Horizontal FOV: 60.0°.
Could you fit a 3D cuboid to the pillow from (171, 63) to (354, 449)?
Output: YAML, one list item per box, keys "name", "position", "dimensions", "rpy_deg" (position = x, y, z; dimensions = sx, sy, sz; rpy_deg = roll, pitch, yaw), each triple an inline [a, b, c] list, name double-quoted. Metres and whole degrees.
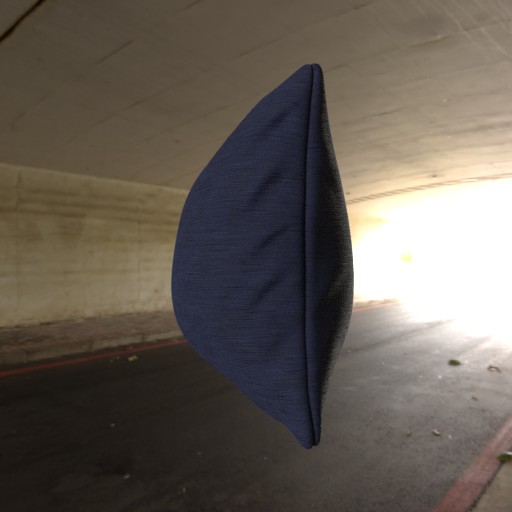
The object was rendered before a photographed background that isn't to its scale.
- name: "pillow"
  position: [0.000, 0.000, 0.670]
  dimensions: [0.246, 0.414, 0.432]
  rpy_deg: [0, -1, -17]
